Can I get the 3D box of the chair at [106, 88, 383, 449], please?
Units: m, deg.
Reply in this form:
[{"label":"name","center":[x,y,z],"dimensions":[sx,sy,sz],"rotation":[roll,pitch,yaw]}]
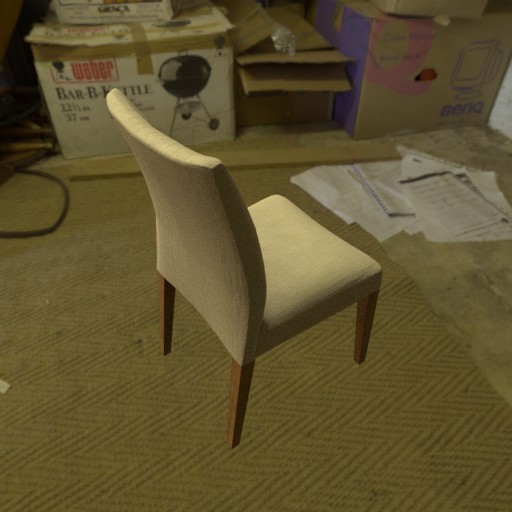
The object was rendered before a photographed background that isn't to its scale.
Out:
[{"label":"chair","center":[0.000,0.000,1.265],"dimensions":[0.585,0.940,0.496],"rotation":[-26,47,-27]}]
